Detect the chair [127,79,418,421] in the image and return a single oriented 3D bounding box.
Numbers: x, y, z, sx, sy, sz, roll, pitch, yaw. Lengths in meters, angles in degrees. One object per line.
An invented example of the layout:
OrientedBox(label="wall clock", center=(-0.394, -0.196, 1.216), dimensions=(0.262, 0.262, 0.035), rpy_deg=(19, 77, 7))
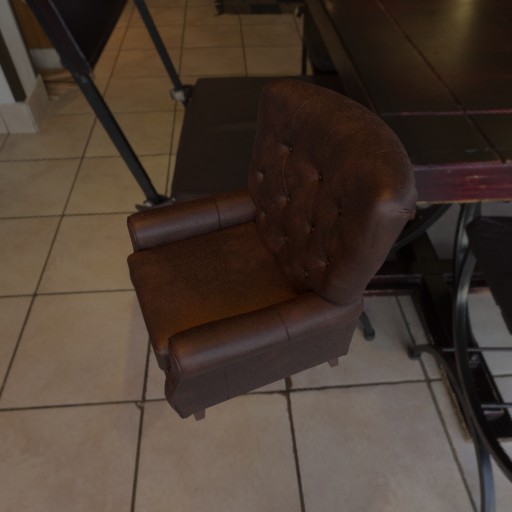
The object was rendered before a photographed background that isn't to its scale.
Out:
OrientedBox(label="chair", center=(0.000, 0.000, 1.913), dimensions=(1.058, 1.158, 0.948), rpy_deg=(-17, 48, -16))
